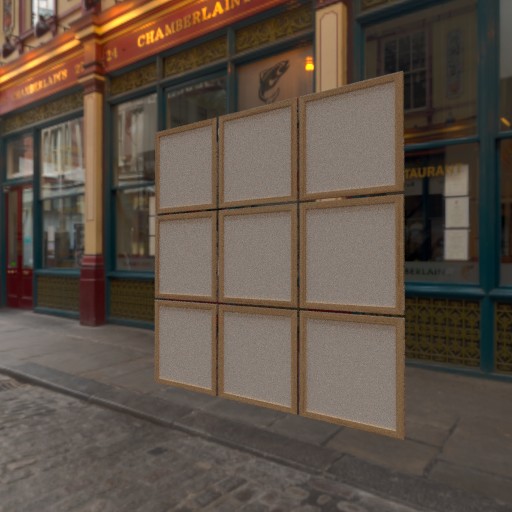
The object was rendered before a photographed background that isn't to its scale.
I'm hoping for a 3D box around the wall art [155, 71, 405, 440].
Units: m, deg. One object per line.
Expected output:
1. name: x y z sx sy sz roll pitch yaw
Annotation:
1. wall art: 0.000 0.000 1.819 1.206 1.218 0.013 -1 -1 36
